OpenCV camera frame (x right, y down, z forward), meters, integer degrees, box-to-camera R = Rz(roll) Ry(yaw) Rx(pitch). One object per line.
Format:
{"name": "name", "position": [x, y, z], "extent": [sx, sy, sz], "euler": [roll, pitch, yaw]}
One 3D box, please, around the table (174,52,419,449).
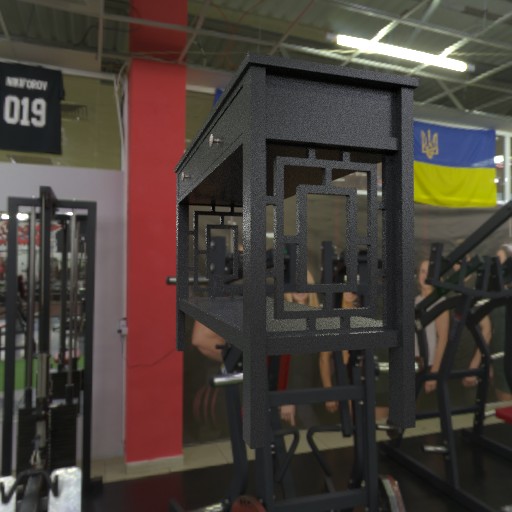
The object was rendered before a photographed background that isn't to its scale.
{"name": "table", "position": [0.000, 0.000, 1.398], "extent": [0.397, 0.753, 1.068], "euler": [0, -1, -18]}
